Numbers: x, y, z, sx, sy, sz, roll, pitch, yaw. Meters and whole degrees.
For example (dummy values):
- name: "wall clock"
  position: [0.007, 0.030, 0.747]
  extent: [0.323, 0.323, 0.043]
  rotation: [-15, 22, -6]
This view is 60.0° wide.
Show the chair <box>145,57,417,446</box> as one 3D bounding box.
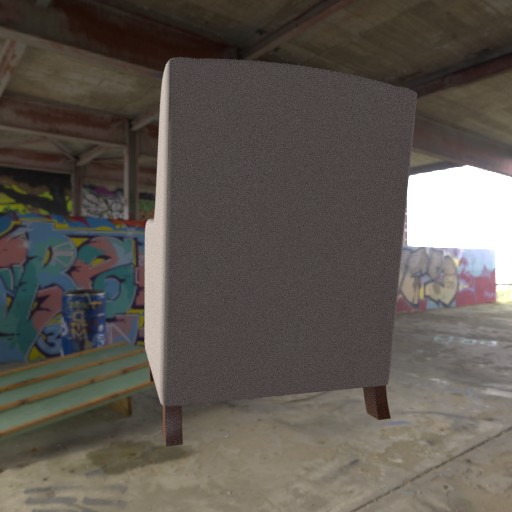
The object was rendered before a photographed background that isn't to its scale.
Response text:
- name: "chair"
  position: [0.000, 0.000, 1.560]
  extent: [0.715, 1.010, 0.863]
  rotation: [0, -1, -17]
